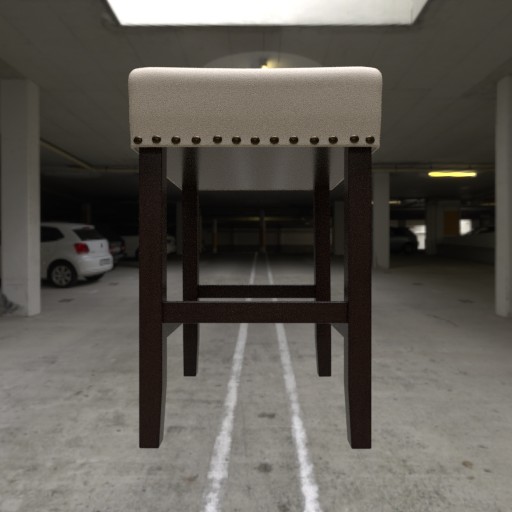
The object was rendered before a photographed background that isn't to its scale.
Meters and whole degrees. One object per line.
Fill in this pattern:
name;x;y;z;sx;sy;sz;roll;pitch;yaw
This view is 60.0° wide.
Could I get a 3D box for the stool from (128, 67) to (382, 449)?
stool;0.000;0.000;0.919;0.401;0.609;0.471;0;0;0
